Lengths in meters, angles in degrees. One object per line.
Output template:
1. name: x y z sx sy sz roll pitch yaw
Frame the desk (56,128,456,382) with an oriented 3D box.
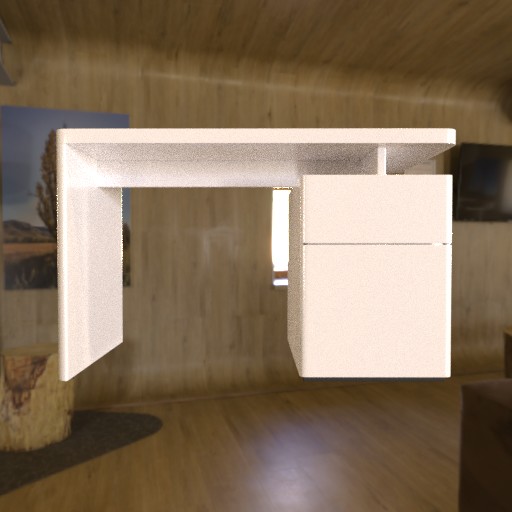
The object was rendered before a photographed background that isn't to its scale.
1. desk: 0.000 0.000 1.582 1.200 0.760 0.550 0 1 0
